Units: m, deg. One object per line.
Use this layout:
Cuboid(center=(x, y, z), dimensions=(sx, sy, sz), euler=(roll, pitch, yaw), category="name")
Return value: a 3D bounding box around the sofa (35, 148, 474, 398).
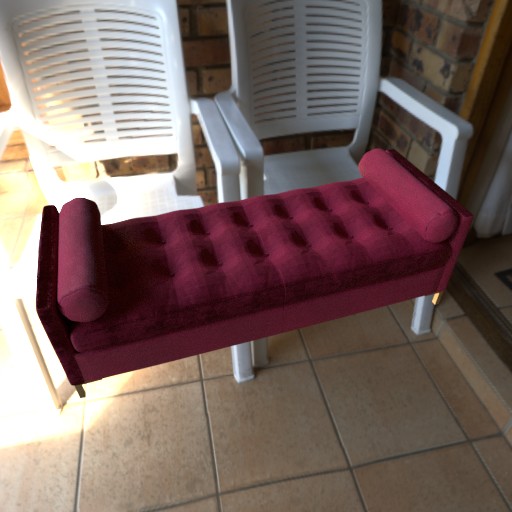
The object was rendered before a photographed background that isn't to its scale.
Cuboid(center=(0.000, 0.000, 2.449), dimensions=(2.102, 0.705, 0.796), euler=(-12, 42, -14), category="sofa")
